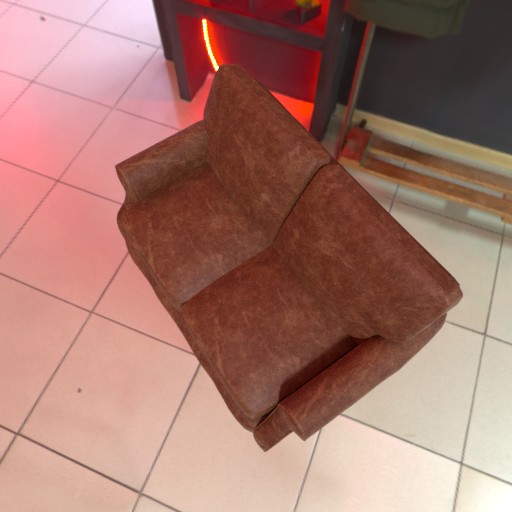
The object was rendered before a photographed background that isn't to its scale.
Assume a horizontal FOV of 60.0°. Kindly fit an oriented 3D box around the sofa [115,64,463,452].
[{"bbox_3d":[0.000,0.000,2.166,0.990,0.967,1.616,-32,67,-15],"label":"sofa"}]
